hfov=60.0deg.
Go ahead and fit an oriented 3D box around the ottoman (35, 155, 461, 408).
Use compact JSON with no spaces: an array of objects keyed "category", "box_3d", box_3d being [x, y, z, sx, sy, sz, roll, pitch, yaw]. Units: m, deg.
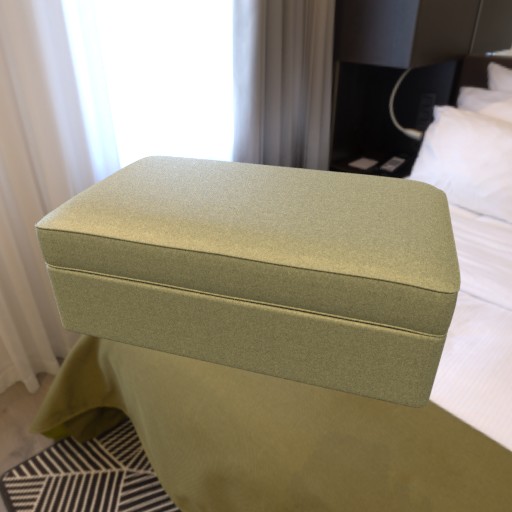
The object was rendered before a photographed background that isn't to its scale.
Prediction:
[{"category":"ottoman","box_3d":[0.000,0.000,1.506,1.173,0.494,0.681,9,31,15]}]
